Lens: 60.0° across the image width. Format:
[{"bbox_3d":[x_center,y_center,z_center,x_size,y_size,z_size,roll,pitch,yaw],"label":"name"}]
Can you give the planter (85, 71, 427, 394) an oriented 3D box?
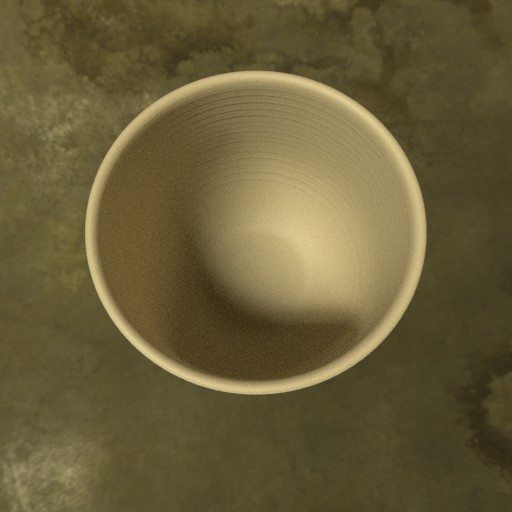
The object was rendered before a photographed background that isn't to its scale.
[{"bbox_3d":[0.000,0.000,0.293,0.169,0.153,0.169,0,75,0],"label":"planter"}]
